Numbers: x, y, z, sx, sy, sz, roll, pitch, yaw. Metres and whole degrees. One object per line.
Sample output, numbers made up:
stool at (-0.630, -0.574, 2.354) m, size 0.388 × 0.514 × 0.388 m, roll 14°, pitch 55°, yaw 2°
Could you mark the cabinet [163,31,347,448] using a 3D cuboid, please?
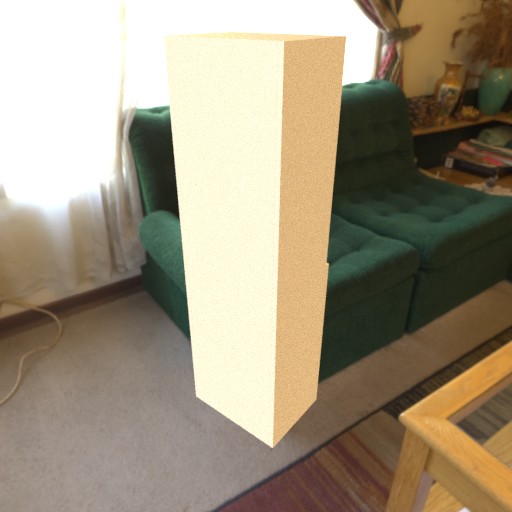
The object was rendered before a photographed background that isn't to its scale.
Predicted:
cabinet at (0.000, 0.000, 1.514) m, size 0.400 × 1.350 × 0.300 m, roll 21°, pitch 36°, yaw 33°
